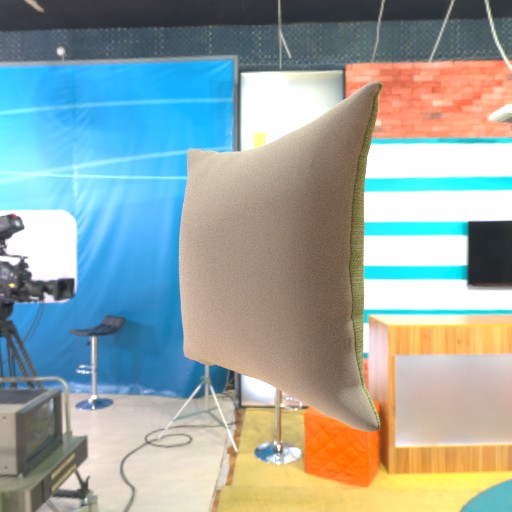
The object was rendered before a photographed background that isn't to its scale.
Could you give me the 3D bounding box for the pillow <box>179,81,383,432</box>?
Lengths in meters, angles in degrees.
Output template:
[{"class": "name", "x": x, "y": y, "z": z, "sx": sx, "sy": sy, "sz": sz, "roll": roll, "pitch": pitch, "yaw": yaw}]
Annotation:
[{"class": "pillow", "x": 0.000, "y": 0.000, "z": 0.820, "sx": 0.229, "sy": 0.487, "sz": 0.560, "roll": -1, "pitch": 1, "yaw": -37}]
